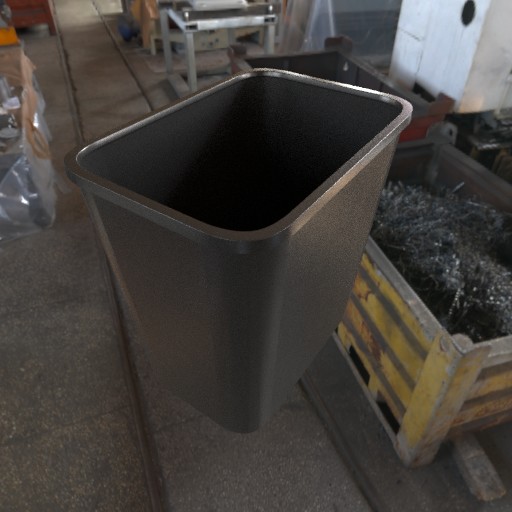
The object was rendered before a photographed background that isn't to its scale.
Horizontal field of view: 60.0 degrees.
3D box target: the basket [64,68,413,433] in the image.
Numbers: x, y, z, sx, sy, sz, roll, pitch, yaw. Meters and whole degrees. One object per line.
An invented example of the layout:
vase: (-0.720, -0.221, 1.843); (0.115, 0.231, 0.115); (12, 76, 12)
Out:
basket: (0.000, 0.000, 0.503); (0.211, 0.307, 0.300); (24, 46, 26)
